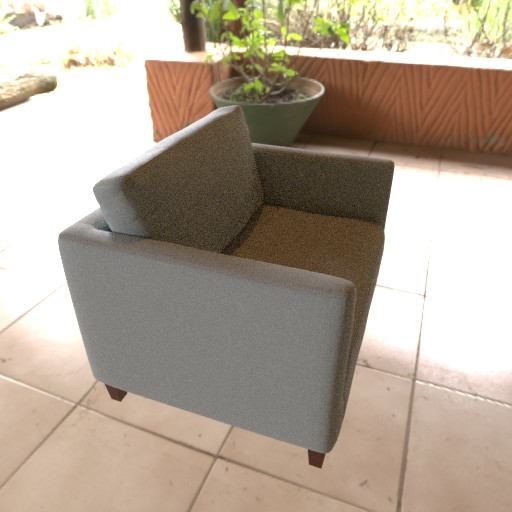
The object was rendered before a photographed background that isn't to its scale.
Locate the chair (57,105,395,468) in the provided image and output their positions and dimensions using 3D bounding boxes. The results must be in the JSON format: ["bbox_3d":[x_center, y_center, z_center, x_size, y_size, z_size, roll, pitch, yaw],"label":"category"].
[{"bbox_3d":[0.000,0.000,1.787,0.953,0.961,1.107,11,34,17],"label":"chair"}]
